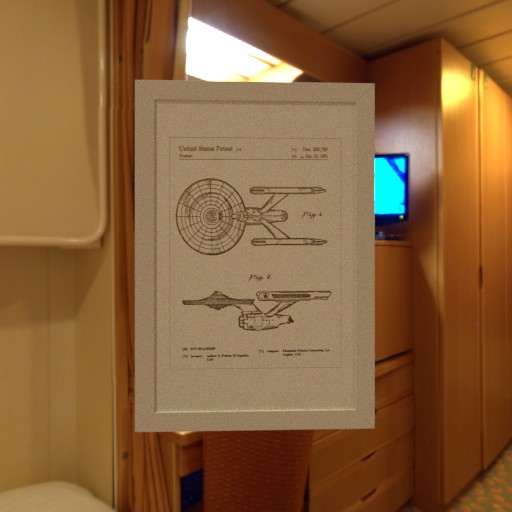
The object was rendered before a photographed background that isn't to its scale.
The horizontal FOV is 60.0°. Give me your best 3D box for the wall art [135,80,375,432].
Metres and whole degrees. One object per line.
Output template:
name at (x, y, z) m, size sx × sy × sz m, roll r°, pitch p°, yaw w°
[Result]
wall art at (0.000, 0.000, 0.843) m, size 0.454 × 0.659 × 0.011 m, roll 0°, pitch 0°, yaw -2°
